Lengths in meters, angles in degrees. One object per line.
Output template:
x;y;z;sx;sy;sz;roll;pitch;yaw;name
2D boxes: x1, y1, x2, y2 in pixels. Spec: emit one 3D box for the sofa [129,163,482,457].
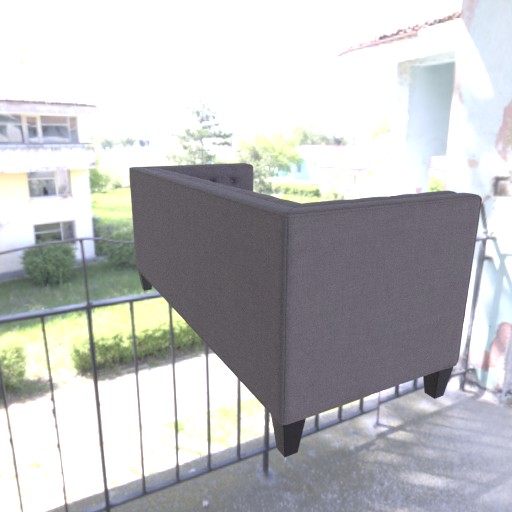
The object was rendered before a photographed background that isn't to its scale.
0.000;0.000;2.150;0.775;0.762;1.778;-8;18;-27;sofa
